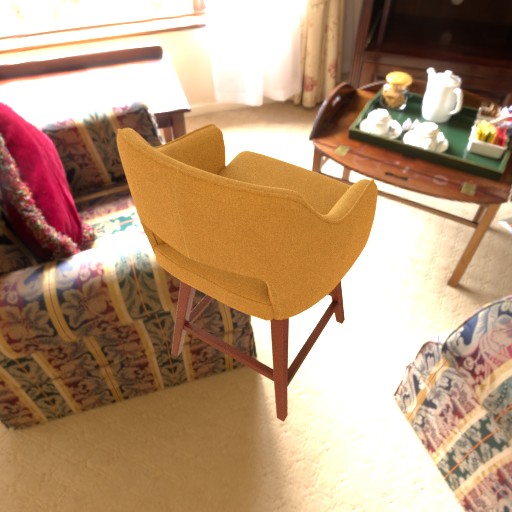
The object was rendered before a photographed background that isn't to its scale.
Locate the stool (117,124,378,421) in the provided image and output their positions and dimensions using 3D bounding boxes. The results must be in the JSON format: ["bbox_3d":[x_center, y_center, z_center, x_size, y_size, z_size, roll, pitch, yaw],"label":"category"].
[{"bbox_3d":[0.000,0.000,1.283,0.548,0.924,0.558,25,51,22],"label":"stool"}]
